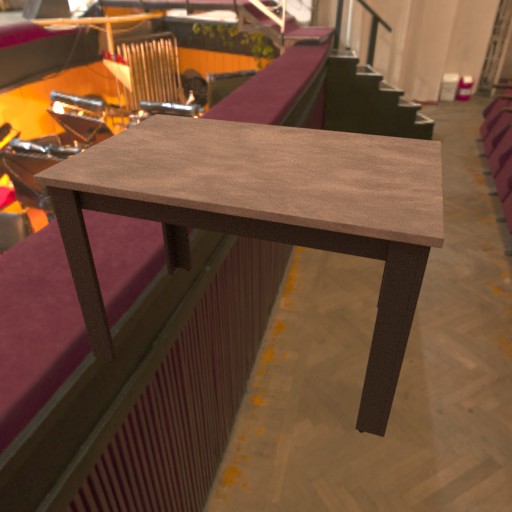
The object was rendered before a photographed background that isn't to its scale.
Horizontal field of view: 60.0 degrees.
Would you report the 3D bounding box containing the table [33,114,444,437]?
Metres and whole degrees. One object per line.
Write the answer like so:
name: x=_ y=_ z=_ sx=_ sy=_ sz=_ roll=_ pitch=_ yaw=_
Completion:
table: x=0.000 y=0.000 z=1.583 sx=1.100 sy=0.734 sz=0.700 roll=10 pitch=34 yaw=16
